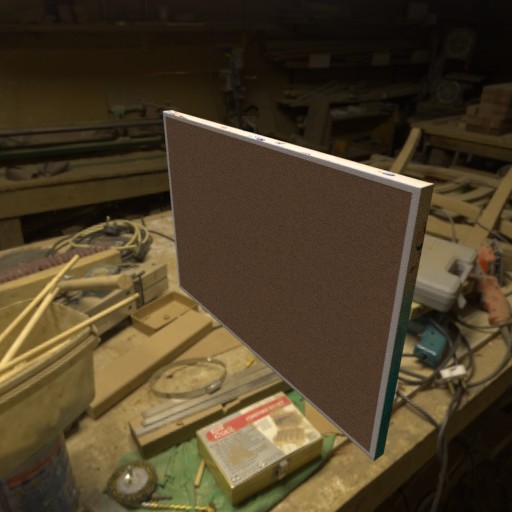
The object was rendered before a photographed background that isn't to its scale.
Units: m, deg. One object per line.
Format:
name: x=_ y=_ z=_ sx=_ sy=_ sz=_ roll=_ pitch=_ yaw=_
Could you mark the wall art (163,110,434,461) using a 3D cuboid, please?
wall art: x=0.000 y=0.000 z=1.442 sx=0.040 sy=0.769 sz=1.136 roll=-18 pitch=32 yaw=-32
